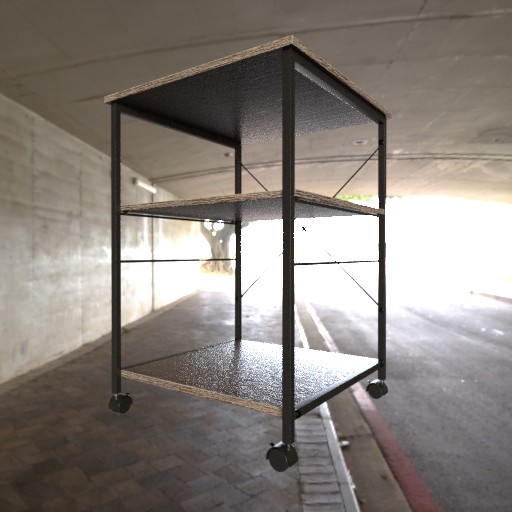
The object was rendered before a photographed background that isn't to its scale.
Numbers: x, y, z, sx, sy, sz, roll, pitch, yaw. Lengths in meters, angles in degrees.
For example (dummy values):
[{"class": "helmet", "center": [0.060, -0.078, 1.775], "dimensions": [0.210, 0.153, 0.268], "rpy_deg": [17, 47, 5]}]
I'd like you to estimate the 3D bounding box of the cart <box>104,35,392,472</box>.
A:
[{"class": "cart", "center": [0.000, 0.000, 1.123], "dimensions": [0.521, 0.762, 0.520], "rpy_deg": [0, 0, 35]}]
